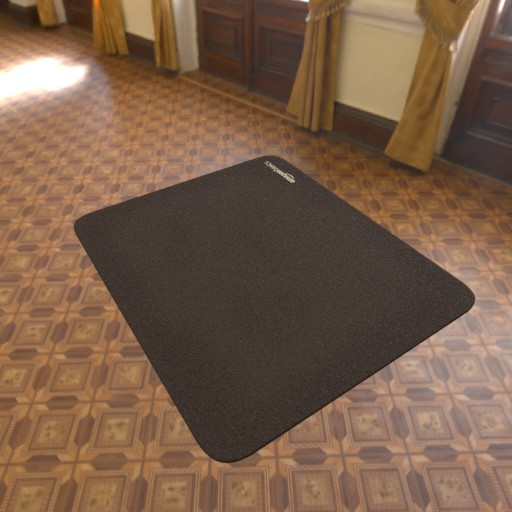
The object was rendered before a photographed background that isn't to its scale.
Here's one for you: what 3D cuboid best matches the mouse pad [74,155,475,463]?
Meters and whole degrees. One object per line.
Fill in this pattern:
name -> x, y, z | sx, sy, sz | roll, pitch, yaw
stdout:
mouse pad -> 0.000, 0.000, 0.335 | 0.211, 0.002, 0.249 | -24, 46, -25
